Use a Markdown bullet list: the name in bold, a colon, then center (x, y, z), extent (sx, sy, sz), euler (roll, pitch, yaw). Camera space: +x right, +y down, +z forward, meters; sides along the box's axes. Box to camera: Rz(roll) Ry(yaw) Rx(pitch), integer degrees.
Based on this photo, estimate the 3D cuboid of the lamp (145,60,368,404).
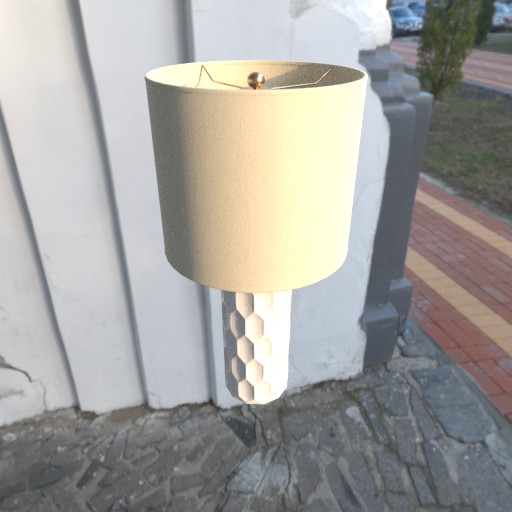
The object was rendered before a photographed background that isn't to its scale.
- **lamp**: center (0.000, 0.000, 0.694), extent (0.277, 0.537, 0.277), euler (1, 30, 2)
